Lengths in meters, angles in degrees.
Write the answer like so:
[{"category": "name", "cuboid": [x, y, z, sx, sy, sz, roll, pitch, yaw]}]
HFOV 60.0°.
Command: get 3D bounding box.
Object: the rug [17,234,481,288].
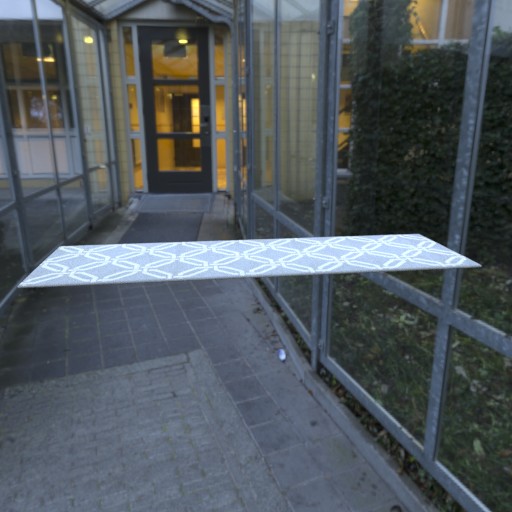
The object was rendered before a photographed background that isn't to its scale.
[{"category": "rug", "cuboid": [0.000, 0.000, 2.472, 2.276, 0.014, 0.678, -2, 17, -7]}]
